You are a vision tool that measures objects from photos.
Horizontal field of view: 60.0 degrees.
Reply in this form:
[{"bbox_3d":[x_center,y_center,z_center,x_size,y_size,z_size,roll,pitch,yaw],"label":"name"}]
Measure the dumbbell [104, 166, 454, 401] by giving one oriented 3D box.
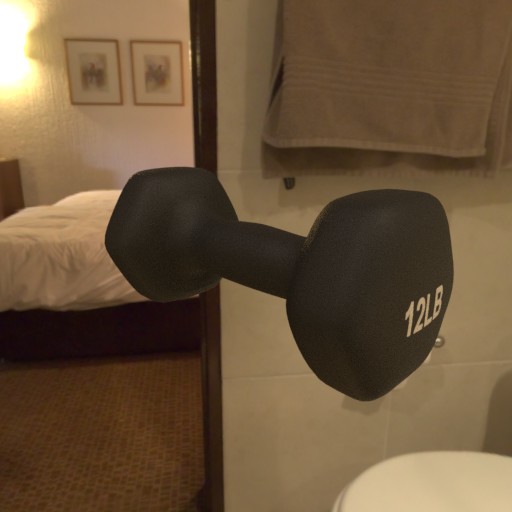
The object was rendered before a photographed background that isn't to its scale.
[{"bbox_3d":[0.000,0.000,0.288,0.112,0.101,0.231,-16,23,-42],"label":"dumbbell"}]
